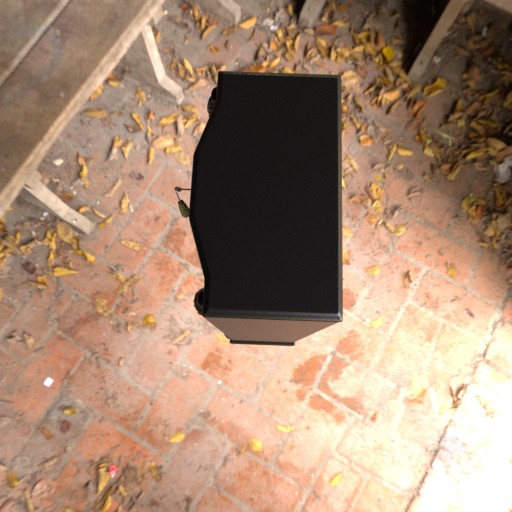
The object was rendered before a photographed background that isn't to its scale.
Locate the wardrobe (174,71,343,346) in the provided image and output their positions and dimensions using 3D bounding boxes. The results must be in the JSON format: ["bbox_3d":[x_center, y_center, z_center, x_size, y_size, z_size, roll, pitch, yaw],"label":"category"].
[{"bbox_3d":[0.000,0.000,1.211,0.295,1.011,0.444,2,77,0],"label":"wardrobe"}]
